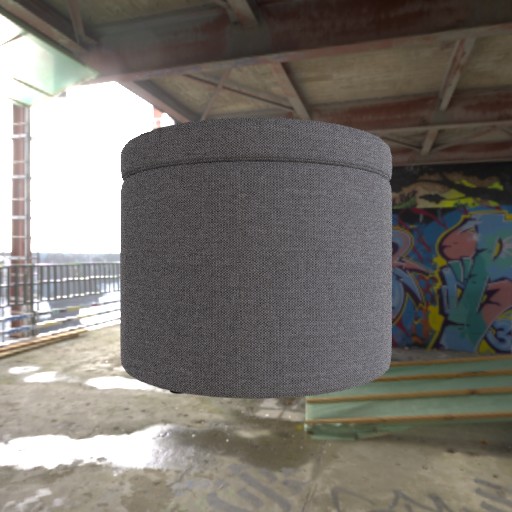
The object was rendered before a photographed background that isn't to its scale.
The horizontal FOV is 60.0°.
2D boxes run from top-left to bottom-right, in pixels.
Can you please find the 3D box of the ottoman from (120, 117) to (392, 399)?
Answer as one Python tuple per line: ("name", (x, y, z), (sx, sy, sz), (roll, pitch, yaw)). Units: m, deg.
("ottoman", (0.000, 0.000, 0.853), (0.500, 0.419, 0.500), (0, 0, 0))
